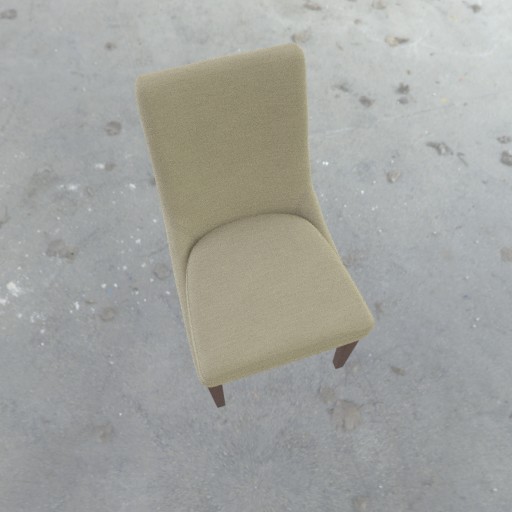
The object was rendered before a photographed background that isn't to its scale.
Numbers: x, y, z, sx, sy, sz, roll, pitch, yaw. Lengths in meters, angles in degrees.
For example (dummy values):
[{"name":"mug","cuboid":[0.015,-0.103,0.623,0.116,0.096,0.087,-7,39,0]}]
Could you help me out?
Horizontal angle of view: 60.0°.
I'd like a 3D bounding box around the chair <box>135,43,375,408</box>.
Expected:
[{"name":"chair","cuboid":[0.000,0.000,1.322,0.515,0.940,0.638,-16,64,-8]}]
